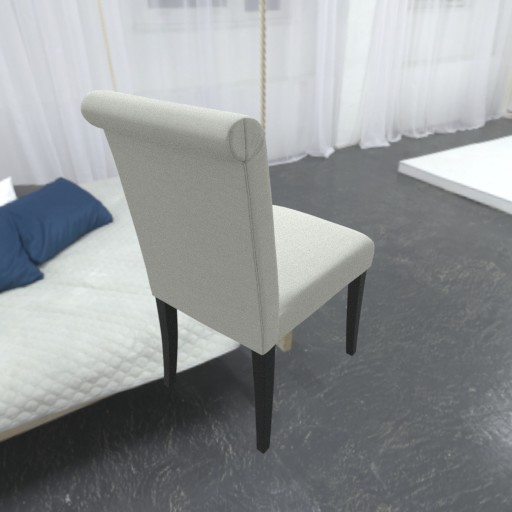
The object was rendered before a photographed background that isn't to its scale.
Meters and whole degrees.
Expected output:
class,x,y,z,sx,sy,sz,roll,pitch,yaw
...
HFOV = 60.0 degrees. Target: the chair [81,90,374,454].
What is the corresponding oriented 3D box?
class,x,y,z,sx,sy,sz,roll,pitch,yaw
chair,0.000,0.000,1.326,0.452,0.976,0.708,22,36,33
